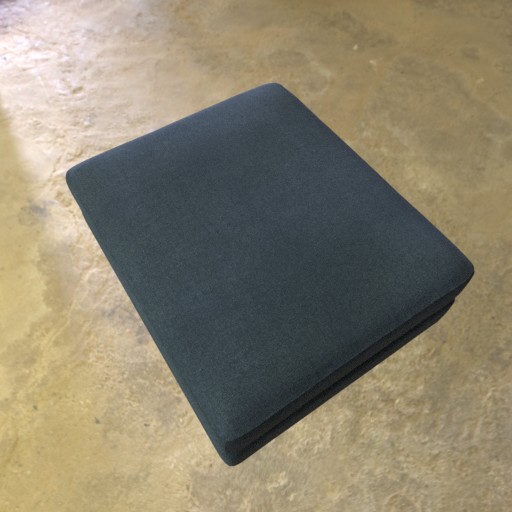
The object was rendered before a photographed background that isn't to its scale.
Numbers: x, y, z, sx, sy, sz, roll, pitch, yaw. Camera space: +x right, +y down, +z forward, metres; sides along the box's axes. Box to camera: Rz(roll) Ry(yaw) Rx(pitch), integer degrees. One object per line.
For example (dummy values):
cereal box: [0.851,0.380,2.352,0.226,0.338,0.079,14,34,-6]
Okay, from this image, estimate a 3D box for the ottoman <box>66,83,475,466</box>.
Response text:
ottoman: [0.000,0.000,1.224,0.693,0.474,0.821,-29,62,-17]
